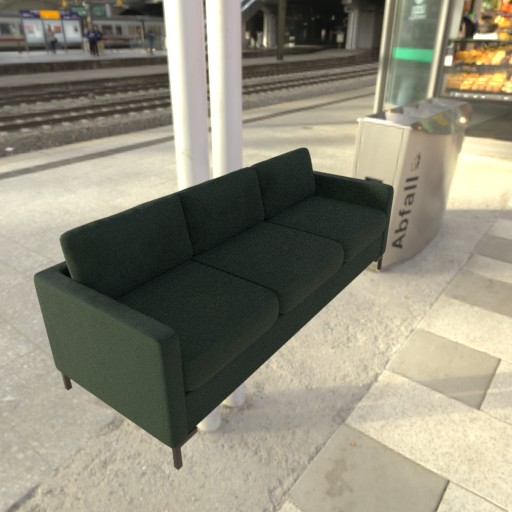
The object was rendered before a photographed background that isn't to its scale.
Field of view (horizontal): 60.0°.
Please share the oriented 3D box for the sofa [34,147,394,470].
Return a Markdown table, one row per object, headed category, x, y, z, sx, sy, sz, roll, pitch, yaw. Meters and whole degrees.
| category | x | y | z | sx | sy | sz | roll | pitch | yaw |
| --- | --- | --- | --- | --- | --- | --- | --- | --- | --- |
| sofa | 0.000 | 0.000 | 2.631 | 0.859 | 0.870 | 2.218 | 18 | 32 | 32 |
